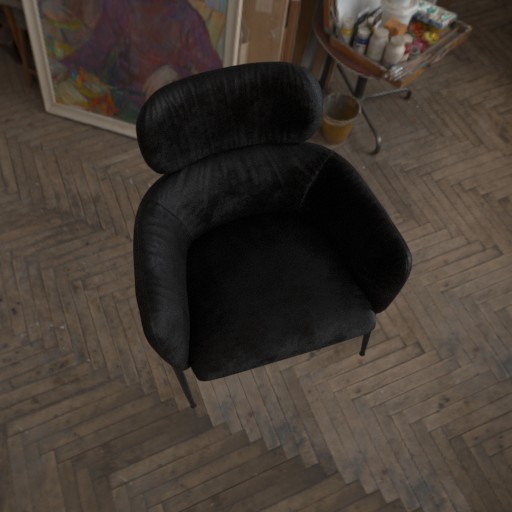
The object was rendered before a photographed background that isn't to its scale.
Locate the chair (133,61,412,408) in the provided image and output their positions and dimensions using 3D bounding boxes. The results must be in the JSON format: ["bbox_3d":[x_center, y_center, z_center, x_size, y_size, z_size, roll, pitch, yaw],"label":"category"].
[{"bbox_3d":[0.000,0.000,1.257,0.640,0.818,0.604,-15,65,-7],"label":"chair"}]
